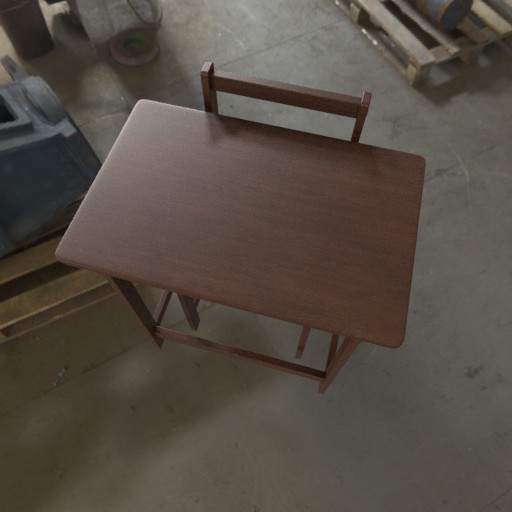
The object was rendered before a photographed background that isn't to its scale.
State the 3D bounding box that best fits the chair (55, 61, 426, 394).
[{"bbox_3d":[0.000,0.000,1.063,0.599,0.673,0.463,14,63,7],"label":"chair"}]
